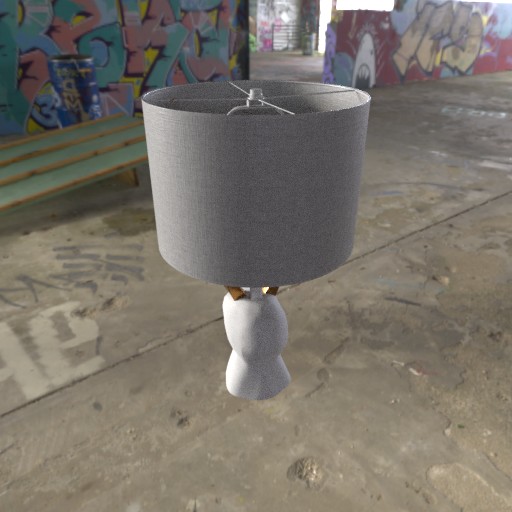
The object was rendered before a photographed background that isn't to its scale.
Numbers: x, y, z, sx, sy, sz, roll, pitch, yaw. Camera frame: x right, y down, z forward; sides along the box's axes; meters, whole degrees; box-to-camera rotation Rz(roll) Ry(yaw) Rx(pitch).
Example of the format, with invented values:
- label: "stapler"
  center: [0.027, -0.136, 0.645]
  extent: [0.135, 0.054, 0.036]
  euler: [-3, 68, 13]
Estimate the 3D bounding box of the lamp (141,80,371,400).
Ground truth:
- label: "lamp"
  center: [0.000, 0.000, 0.708]
  extent: [0.298, 0.503, 0.298]
  euler: [-8, 29, -15]
